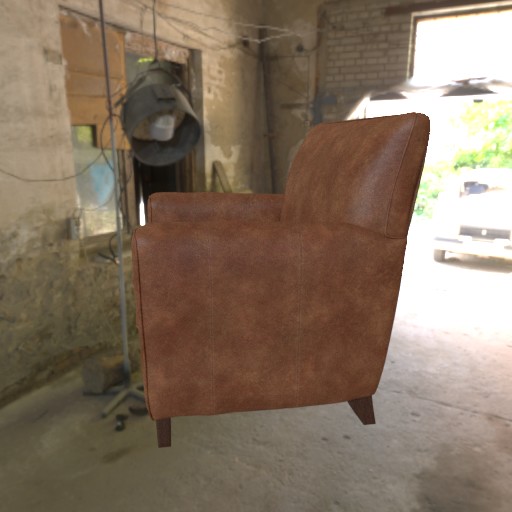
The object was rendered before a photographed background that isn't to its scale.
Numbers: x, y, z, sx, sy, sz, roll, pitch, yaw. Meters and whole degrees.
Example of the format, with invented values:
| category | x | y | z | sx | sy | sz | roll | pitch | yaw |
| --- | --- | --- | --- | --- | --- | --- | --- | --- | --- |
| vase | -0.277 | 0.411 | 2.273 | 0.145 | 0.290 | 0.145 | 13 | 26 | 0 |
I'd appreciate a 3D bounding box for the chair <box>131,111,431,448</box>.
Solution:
| category | x | y | z | sx | sy | sz | roll | pitch | yaw |
| --- | --- | --- | --- | --- | --- | --- | --- | --- | --- |
| chair | 0.000 | 0.000 | 1.578 | 0.823 | 0.943 | 0.870 | -3 | 15 | -10 |
